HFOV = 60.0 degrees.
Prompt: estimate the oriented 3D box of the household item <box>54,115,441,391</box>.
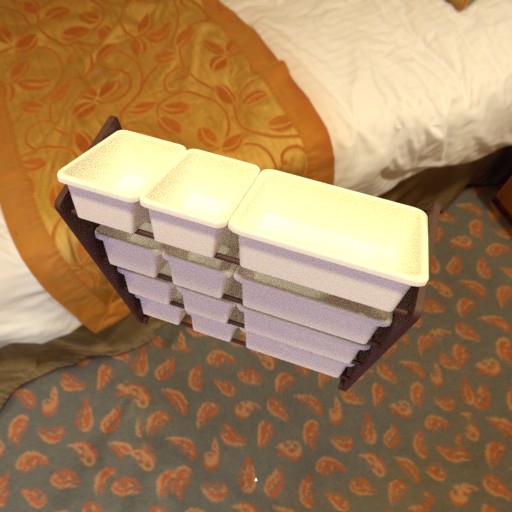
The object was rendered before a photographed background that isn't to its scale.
[{"bbox_3d":[0.000,0.000,1.287,0.787,0.864,0.389,17,64,8],"label":"household item"}]
